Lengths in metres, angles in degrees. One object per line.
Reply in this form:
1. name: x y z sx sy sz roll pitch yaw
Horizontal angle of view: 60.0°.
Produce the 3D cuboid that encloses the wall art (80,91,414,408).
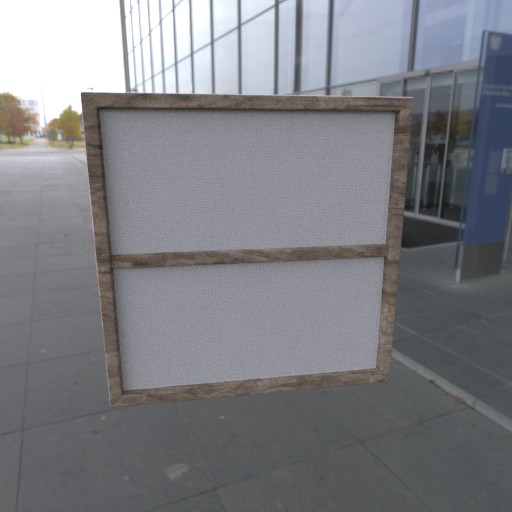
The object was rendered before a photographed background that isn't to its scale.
1. wall art: 0.000 0.000 1.090 0.747 0.747 0.035 -2 15 -9
